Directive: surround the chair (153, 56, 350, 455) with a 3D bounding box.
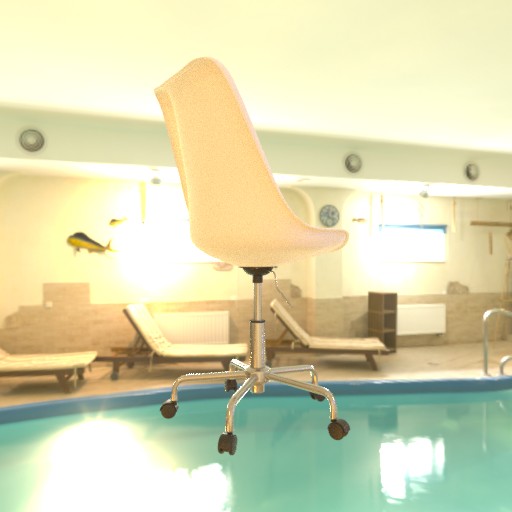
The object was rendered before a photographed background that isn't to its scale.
[{"bbox_3d":[0.000,0.000,1.283,0.550,0.930,0.550,0,0,-36],"label":"chair"}]
